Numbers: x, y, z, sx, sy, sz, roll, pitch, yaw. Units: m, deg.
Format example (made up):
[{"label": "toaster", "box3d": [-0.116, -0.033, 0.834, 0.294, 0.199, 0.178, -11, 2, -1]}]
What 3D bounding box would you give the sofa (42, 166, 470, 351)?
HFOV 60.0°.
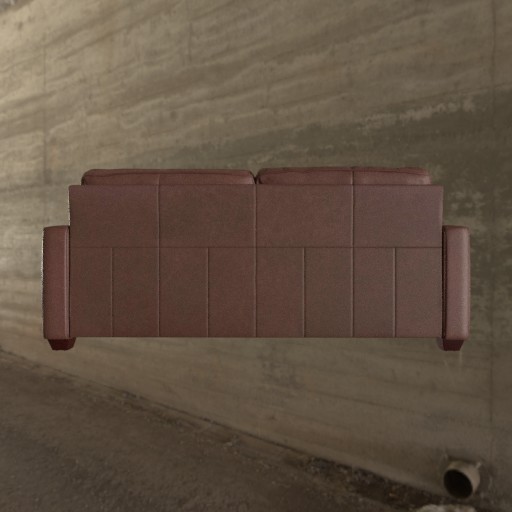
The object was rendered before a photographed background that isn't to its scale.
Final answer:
[{"label": "sofa", "box3d": [0.000, 0.000, 2.554, 2.080, 0.919, 0.940, 0, 0, 0]}]
